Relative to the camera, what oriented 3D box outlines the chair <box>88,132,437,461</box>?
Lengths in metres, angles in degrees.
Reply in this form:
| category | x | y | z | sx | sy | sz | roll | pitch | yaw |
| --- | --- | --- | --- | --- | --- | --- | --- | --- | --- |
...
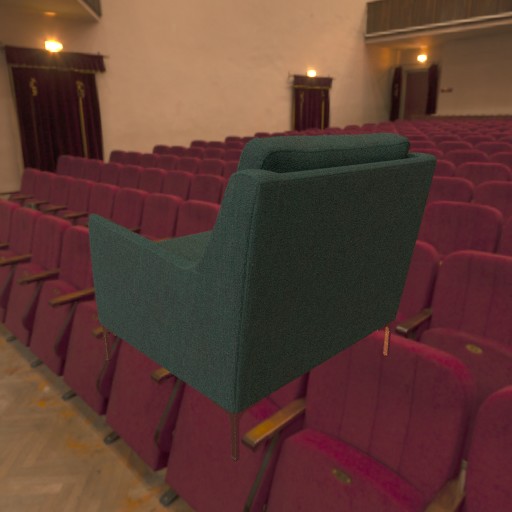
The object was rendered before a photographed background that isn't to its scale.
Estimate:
| category | x | y | z | sx | sy | sz | roll | pitch | yaw |
| --- | --- | --- | --- | --- | --- | --- | --- | --- | --- |
| chair | 0.000 | 0.000 | 1.541 | 0.847 | 0.828 | 0.849 | -16 | 23 | -42 |
